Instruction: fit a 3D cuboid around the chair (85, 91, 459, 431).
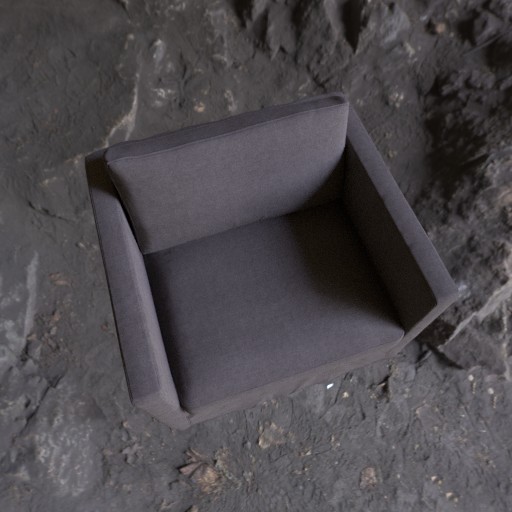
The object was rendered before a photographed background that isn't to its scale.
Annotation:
[{"bbox_3d":[0.000,0.000,1.710,1.057,0.863,0.949,-16,64,-8],"label":"chair"}]
